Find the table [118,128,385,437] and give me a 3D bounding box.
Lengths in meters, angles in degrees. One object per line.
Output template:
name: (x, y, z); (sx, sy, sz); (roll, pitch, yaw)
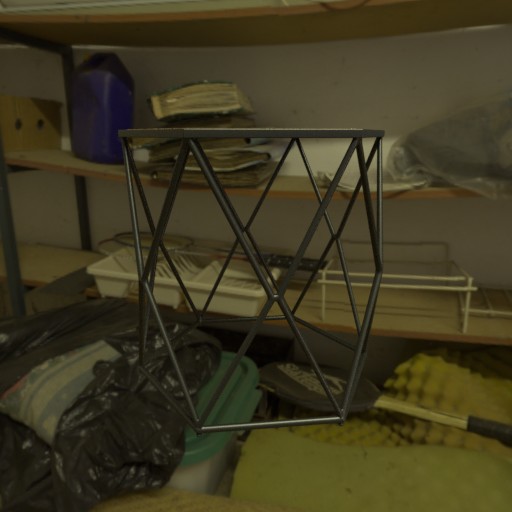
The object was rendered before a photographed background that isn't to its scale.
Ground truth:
table: (0.000, 0.000, 1.028); (0.578, 0.564, 0.579); (-2, 16, -7)
